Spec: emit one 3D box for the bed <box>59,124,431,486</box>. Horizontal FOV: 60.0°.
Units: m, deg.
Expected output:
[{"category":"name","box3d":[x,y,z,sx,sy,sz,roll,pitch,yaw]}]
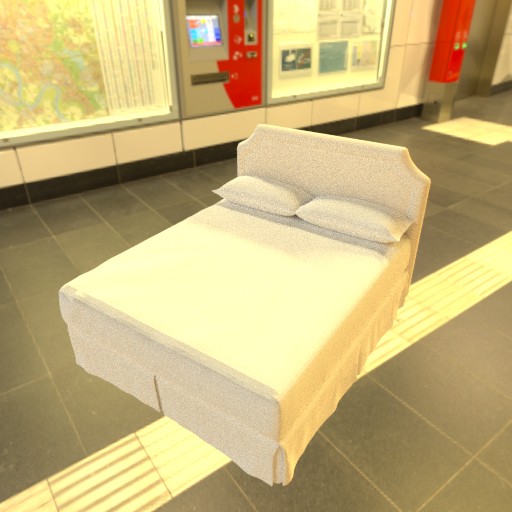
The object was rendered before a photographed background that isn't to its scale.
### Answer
[{"category":"bed","box3d":[0.000,0.000,3.770,2.134,1.524,2.548,19,35,29]}]
